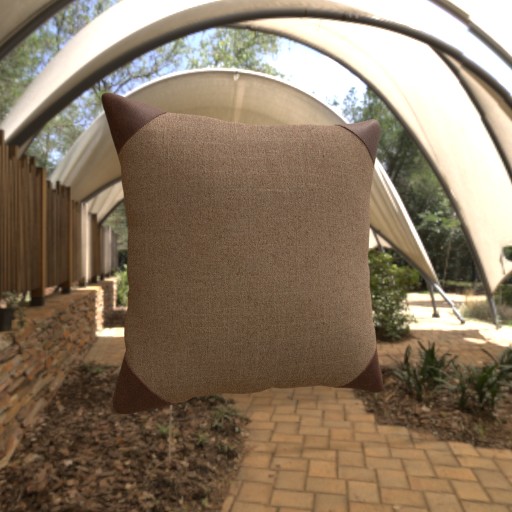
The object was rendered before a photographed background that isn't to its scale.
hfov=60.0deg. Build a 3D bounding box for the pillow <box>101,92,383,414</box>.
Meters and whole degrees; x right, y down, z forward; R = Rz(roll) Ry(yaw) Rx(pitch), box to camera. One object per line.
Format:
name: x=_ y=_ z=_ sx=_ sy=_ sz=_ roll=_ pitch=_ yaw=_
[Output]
pillow: x=0.000 y=0.000 z=0.663 sx=0.437 sy=0.448 sz=0.147 roll=0 pitch=0 yaw=-18
